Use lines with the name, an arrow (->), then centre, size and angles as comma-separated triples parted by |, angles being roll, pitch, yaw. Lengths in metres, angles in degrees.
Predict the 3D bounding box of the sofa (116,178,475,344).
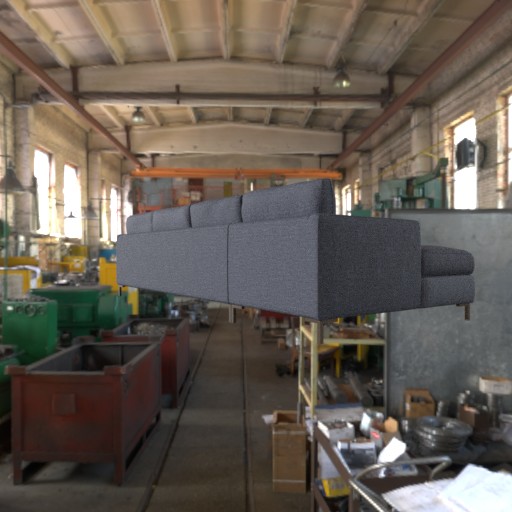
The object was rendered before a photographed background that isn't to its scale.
sofa -> 0.000, 0.000, 2.996 | 1.125, 0.673, 2.445 | 0, 0, -36
